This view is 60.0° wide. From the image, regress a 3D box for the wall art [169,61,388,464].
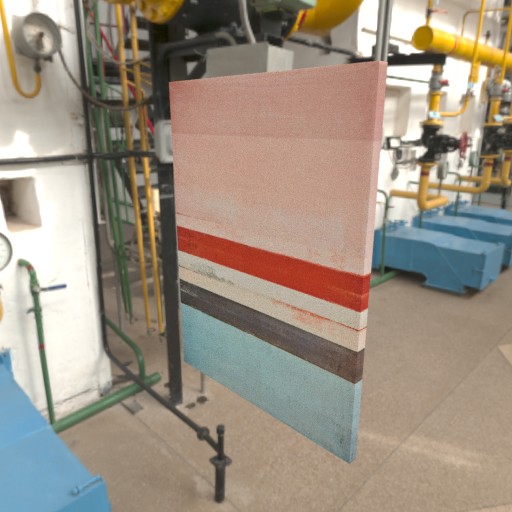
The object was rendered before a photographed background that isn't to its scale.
[{"bbox_3d":[0.000,0.000,1.334,0.039,1.016,0.761,-16,23,-42],"label":"wall art"}]
